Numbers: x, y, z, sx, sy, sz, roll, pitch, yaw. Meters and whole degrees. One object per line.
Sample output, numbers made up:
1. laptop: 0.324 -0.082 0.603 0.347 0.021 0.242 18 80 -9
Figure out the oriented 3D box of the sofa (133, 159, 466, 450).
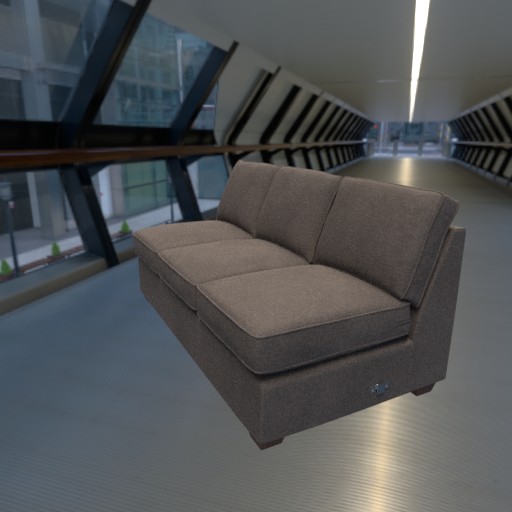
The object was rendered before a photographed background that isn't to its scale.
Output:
1. sofa: 0.000 0.000 2.559 1.027 0.973 1.962 -8 17 -26
